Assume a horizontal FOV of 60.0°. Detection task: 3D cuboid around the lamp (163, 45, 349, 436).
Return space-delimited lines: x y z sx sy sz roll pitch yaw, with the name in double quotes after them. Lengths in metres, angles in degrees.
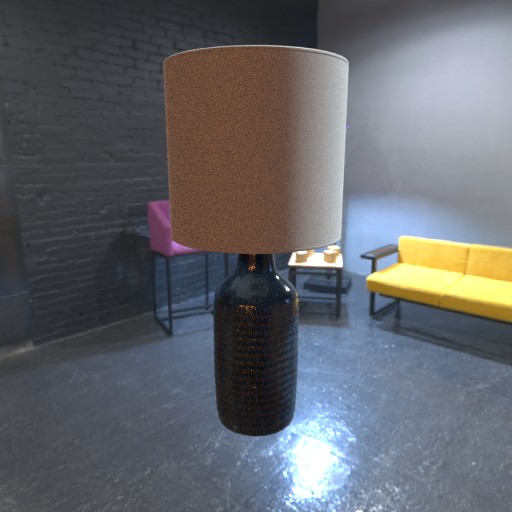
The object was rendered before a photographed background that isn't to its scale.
0.000 0.000 0.594 0.220 0.475 0.220 13 19 43 "lamp"
